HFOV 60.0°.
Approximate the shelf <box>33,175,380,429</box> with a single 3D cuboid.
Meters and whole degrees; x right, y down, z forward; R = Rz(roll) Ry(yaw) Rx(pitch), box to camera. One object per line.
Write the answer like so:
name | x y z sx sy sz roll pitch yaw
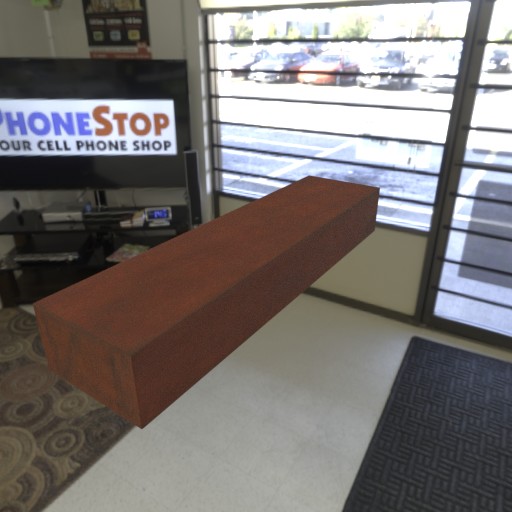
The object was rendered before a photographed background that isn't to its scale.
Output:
shelf | 0.000 0.000 0.670 0.152 0.088 0.607 17 30 31
